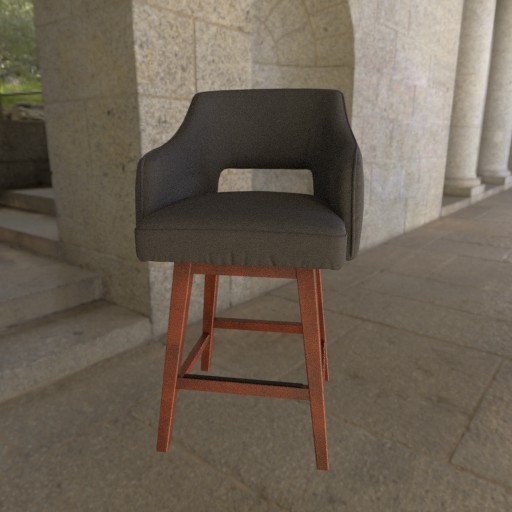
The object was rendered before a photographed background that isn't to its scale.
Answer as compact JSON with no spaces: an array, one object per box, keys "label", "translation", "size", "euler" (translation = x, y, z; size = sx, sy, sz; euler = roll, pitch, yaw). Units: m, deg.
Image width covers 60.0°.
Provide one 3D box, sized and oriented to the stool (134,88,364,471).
[{"label":"stool","translation":[0.000,0.000,1.211],"size":[0.548,0.912,0.558],"euler":[2,15,9]}]
